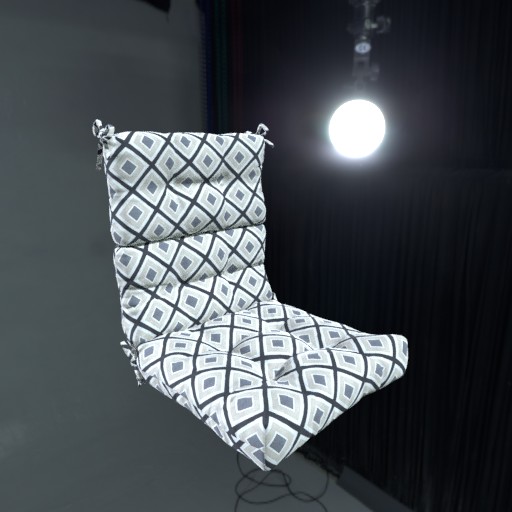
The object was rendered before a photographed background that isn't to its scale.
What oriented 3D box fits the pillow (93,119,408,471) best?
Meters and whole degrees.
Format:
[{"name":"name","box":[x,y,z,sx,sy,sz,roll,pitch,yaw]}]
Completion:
[{"name":"pillow","box":[0.000,0.000,1.014,0.519,0.605,0.571,-13,19,-42]}]
